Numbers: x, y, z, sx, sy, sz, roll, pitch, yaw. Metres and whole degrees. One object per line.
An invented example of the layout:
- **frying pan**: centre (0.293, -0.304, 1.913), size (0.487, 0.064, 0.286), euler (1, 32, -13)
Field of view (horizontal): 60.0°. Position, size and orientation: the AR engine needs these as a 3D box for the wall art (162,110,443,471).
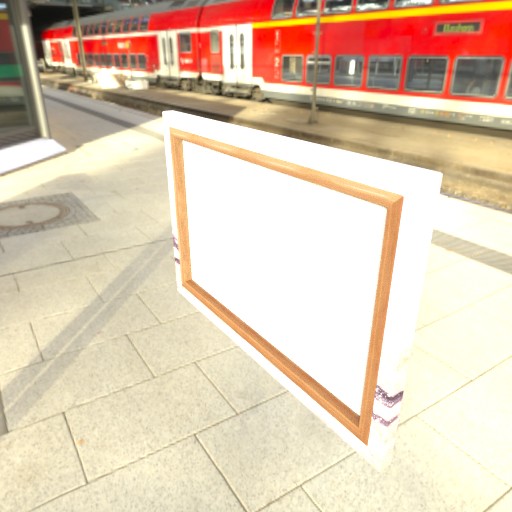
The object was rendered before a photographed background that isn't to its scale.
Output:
- **wall art**: centre (0.000, 0.000, 1.114), size (0.038, 0.609, 0.913), euler (-17, 30, -32)
